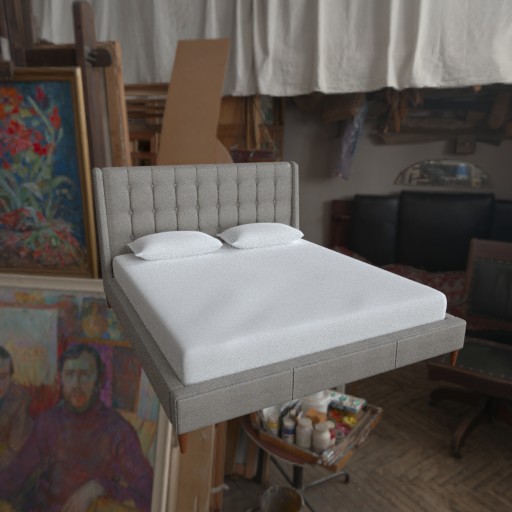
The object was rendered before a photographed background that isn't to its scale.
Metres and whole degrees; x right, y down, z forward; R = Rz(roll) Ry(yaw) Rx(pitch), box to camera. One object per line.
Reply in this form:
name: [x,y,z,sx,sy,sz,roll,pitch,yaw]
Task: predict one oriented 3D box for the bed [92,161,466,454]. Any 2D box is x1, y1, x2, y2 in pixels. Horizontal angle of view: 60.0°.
bed: [0.000,0.000,3.502,2.062,1.289,2.342,-8,17,-26]
